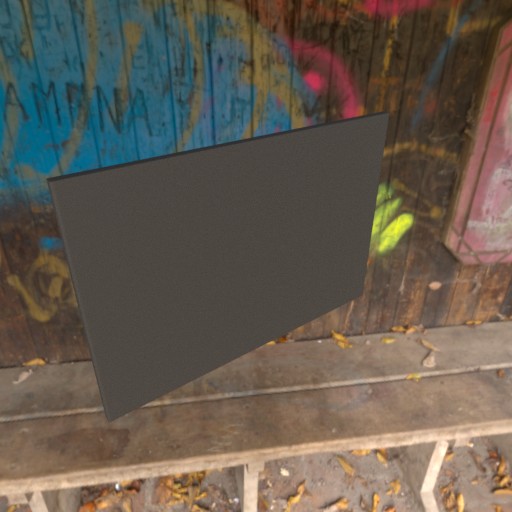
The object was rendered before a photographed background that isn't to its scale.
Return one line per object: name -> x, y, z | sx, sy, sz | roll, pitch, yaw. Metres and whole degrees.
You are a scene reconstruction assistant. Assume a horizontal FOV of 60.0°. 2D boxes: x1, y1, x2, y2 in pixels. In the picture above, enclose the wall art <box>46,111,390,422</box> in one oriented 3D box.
wall art -> 0.000, 0.000, 1.232 | 0.958, 0.656, 0.026 | -20, 36, -31
